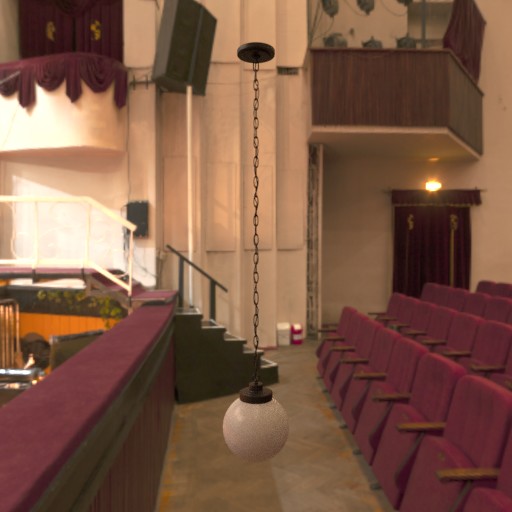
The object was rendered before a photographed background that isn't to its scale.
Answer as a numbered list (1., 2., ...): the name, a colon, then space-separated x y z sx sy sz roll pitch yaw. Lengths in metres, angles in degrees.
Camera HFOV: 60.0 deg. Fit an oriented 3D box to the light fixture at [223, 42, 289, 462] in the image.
1. light fixture: 0.000 0.000 2.028 0.305 1.867 0.304 0 1 0
